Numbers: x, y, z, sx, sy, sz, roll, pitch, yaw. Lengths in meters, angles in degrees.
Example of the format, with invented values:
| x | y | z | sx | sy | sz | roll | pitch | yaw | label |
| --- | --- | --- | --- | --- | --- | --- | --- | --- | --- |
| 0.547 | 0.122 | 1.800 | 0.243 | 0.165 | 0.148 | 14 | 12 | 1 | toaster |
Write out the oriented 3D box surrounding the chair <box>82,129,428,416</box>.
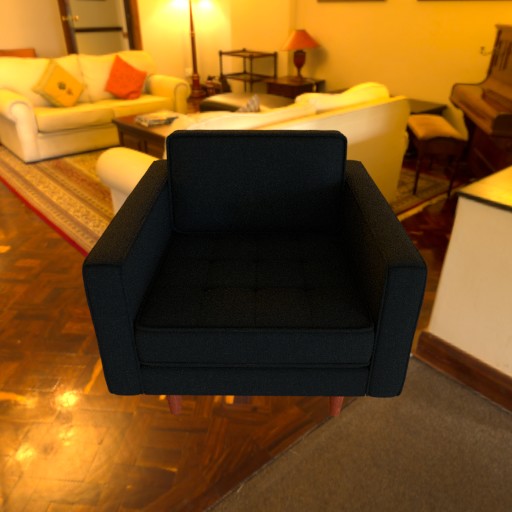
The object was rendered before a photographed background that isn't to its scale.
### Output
| x | y | z | sx | sy | sz | roll | pitch | yaw | label |
| --- | --- | --- | --- | --- | --- | --- | --- | --- | --- |
| 0.000 | 0.000 | 1.587 | 0.899 | 0.770 | 0.920 | 0 | 29 | 1 | chair |
